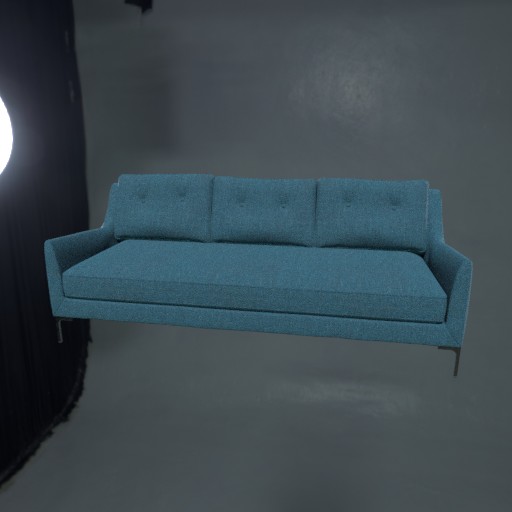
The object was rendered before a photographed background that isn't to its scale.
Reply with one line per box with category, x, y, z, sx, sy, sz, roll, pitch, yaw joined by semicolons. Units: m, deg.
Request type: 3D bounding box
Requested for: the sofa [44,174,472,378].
sofa;0.000;0.000;2.476;2.060;0.837;0.849;3;16;10
